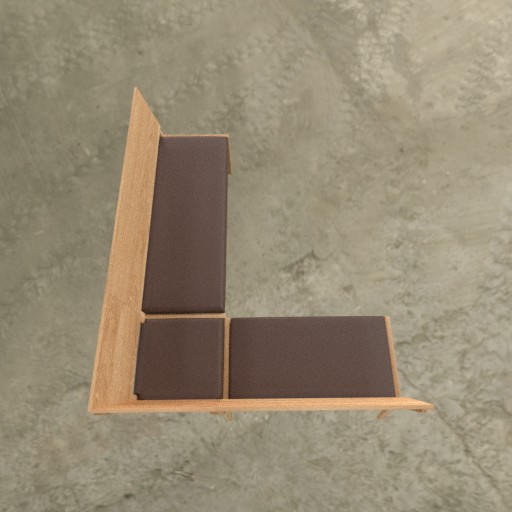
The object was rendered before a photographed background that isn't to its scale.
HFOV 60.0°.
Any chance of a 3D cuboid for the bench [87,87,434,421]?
[{"bbox_3d":[0.000,0.000,2.780,1.549,0.890,1.975,-1,65,-1],"label":"bench"}]
